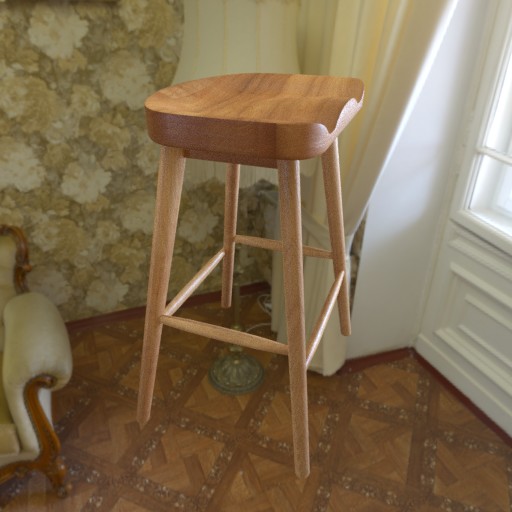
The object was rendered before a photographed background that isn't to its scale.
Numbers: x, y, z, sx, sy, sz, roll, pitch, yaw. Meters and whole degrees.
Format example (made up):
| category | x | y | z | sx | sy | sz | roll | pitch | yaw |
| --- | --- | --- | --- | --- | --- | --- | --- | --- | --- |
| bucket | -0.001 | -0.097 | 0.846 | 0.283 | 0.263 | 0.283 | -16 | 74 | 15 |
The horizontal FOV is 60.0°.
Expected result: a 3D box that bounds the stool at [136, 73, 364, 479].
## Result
| category | x | y | z | sx | sy | sz | roll | pitch | yaw |
| --- | --- | --- | --- | --- | --- | --- | --- | --- | --- |
| stool | 0.000 | 0.000 | 0.866 | 0.361 | 0.615 | 0.440 | 11 | 32 | 18 |
